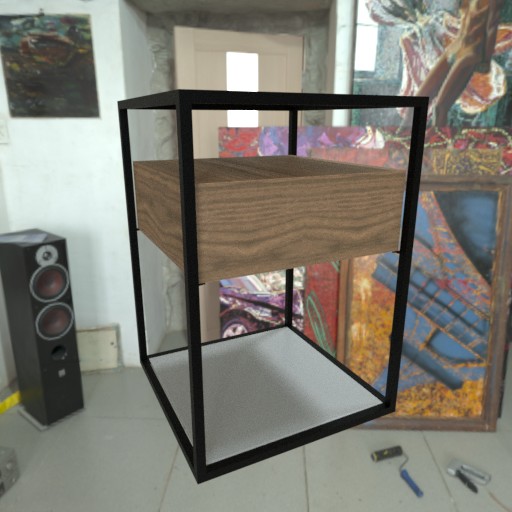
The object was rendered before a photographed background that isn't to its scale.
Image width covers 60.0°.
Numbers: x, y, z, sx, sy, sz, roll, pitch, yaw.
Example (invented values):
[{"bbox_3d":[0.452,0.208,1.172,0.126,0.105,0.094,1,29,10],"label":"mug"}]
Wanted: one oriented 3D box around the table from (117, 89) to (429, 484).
[{"bbox_3d":[0.000,0.000,0.807,0.378,0.540,0.378,-8,19,-25],"label":"table"}]
